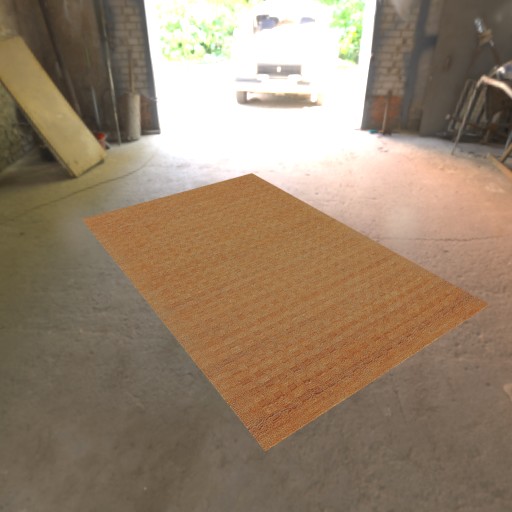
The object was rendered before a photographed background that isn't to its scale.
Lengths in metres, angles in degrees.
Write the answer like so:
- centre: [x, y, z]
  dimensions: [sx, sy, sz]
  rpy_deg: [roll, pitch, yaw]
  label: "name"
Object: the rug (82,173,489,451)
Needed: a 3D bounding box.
- centre: [0.000, 0.000, 2.851]
  dimensions: [1.524, 0.006, 2.285]
  rpy_deg: [-21, 38, -29]
  label: "rug"
